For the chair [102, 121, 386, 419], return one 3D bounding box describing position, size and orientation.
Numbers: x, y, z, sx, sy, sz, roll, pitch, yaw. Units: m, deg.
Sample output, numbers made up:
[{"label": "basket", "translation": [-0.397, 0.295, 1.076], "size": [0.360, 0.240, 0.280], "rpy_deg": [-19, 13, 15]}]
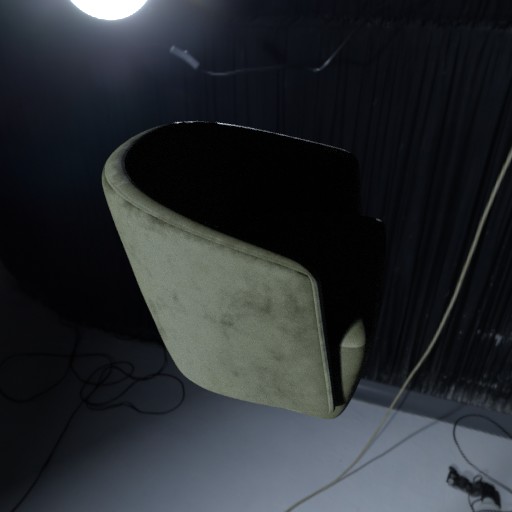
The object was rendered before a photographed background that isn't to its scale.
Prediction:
[{"label": "chair", "translation": [0.000, 0.000, 1.367], "size": [0.767, 0.698, 0.773], "rpy_deg": [9, 33, 15]}]
